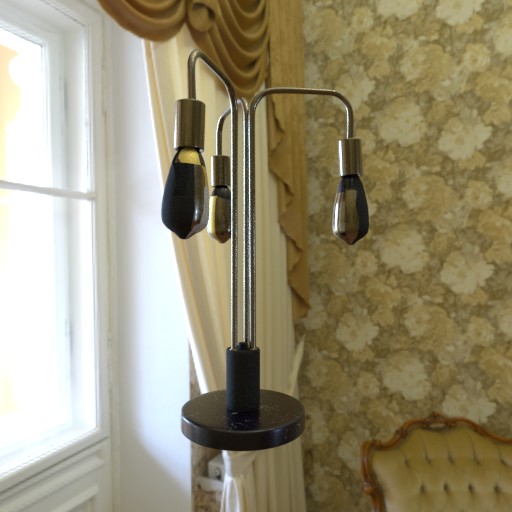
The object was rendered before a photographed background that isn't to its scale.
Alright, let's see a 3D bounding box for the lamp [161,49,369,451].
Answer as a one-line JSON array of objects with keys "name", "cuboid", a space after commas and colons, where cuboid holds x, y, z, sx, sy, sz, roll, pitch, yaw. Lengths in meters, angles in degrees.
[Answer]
[{"name": "lamp", "cuboid": [0.000, 0.000, 0.762, 0.355, 0.560, 0.368, 0, 1, -19]}]
